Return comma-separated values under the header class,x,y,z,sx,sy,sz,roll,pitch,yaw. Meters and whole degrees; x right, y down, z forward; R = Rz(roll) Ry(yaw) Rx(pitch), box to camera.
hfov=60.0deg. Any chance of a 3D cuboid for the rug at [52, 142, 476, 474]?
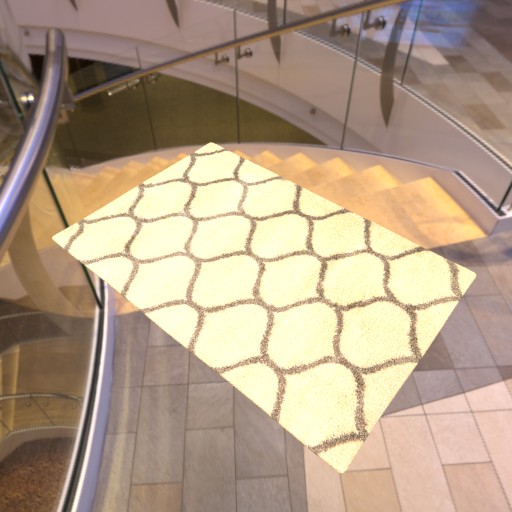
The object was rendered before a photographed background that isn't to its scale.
class,x,y,z,sx,sy,sz,roll,pitch,yaw
rug,0.000,0.000,3.354,2.701,0.026,1.801,32,54,26
